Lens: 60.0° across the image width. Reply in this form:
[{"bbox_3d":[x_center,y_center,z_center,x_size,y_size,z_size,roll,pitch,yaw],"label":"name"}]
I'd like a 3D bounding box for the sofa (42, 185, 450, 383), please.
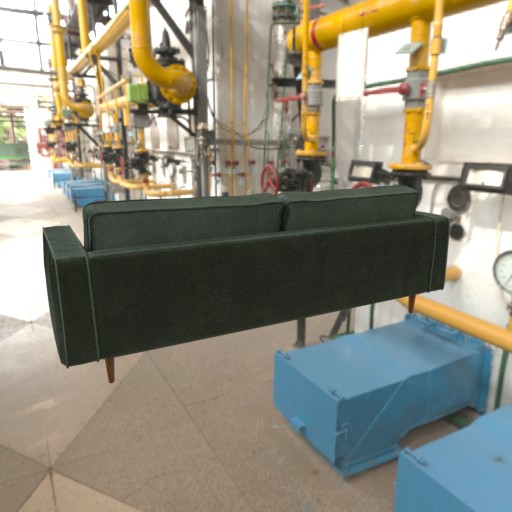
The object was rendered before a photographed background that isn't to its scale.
[{"bbox_3d":[0.000,0.000,2.572,2.214,0.781,0.886,-7,16,-27],"label":"sofa"}]
